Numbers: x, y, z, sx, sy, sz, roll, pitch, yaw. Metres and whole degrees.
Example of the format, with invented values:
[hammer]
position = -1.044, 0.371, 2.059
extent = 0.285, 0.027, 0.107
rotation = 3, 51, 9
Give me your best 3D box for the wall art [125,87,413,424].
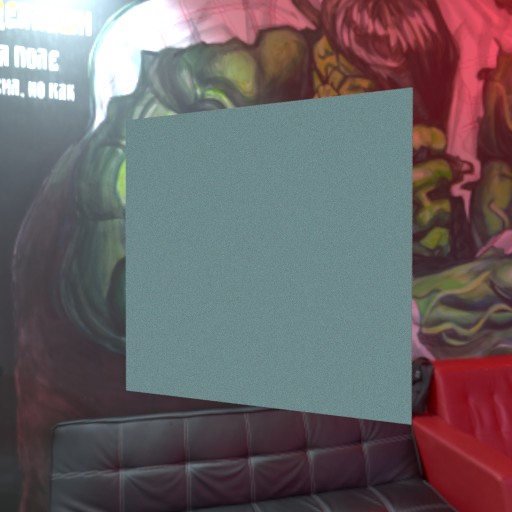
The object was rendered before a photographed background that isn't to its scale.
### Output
[wall art]
position = 0.000, 0.000, 0.907
extent = 0.603, 0.603, 0.036
rotation = 0, 1, 19
